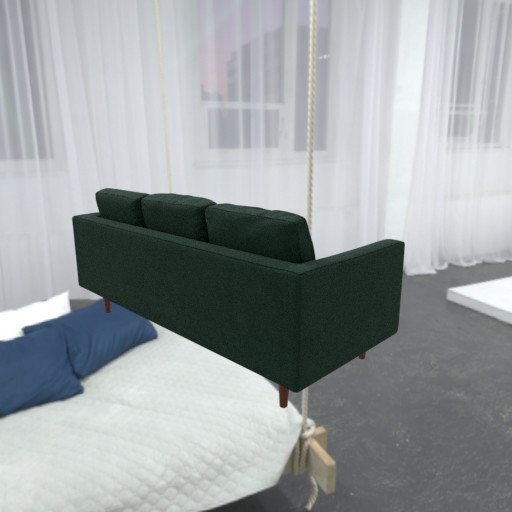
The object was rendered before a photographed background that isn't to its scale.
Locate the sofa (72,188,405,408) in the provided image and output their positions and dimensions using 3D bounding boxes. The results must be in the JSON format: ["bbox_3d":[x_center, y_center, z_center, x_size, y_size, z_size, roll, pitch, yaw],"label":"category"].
[{"bbox_3d":[0.000,0.000,2.953,2.030,0.899,1.580,14,19,43],"label":"sofa"}]
